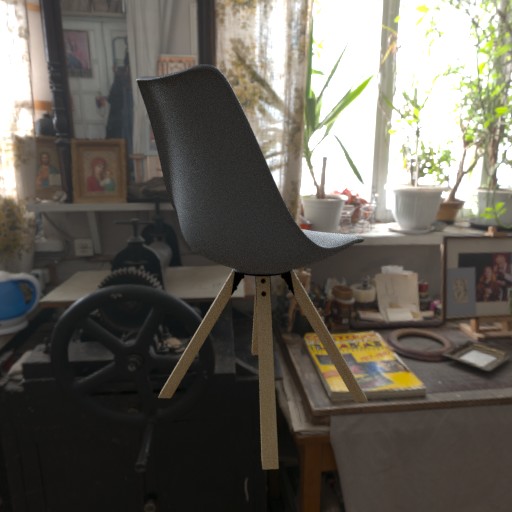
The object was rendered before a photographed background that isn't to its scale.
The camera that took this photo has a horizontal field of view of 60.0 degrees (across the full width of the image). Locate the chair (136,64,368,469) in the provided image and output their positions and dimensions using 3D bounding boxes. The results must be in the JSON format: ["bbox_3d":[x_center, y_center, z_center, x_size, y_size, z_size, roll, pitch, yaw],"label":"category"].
[{"bbox_3d":[0.000,0.000,1.163,0.485,0.850,0.549,13,19,43],"label":"chair"}]
